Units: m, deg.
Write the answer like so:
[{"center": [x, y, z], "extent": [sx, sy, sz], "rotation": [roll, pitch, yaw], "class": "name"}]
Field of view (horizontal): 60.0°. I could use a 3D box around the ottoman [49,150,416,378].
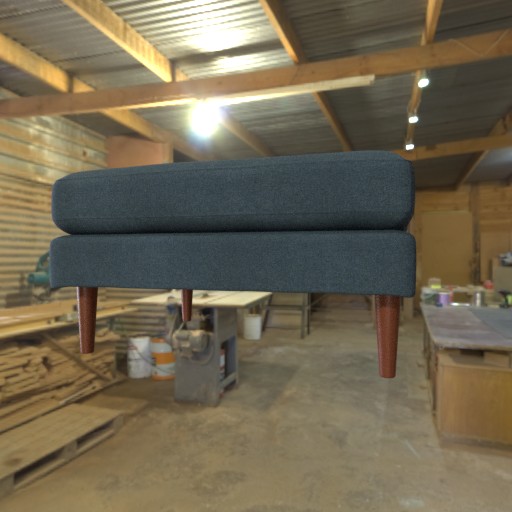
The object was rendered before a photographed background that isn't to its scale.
[{"center": [0.000, 0.000, 1.243], "extent": [0.821, 0.474, 0.693], "rotation": [0, 0, 18], "class": "ottoman"}]
